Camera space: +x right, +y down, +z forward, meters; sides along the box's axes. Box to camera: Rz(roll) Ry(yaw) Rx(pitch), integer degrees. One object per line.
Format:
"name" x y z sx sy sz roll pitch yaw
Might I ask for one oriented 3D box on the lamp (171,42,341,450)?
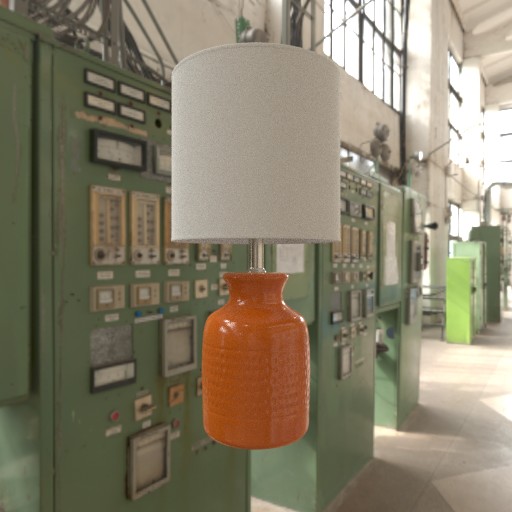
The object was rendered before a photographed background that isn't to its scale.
"lamp" 0.000 0.000 1.112 0.418 0.871 0.418 0 0 36
